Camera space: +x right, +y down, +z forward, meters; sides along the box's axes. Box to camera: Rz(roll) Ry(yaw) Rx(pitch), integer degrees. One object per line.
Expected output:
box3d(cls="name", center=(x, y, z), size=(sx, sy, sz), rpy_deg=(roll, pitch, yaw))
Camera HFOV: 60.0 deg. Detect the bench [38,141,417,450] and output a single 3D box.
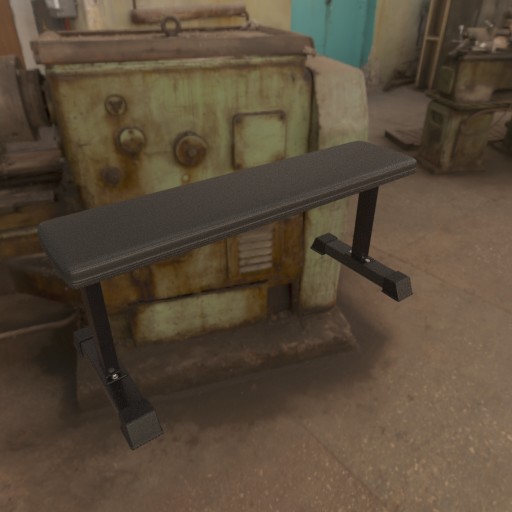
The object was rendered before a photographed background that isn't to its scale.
box3d(cls="bench", center=(0.000, 0.000, 1.293), size=(1.072, 0.453, 0.439), rpy_deg=(-21, 37, -30))
